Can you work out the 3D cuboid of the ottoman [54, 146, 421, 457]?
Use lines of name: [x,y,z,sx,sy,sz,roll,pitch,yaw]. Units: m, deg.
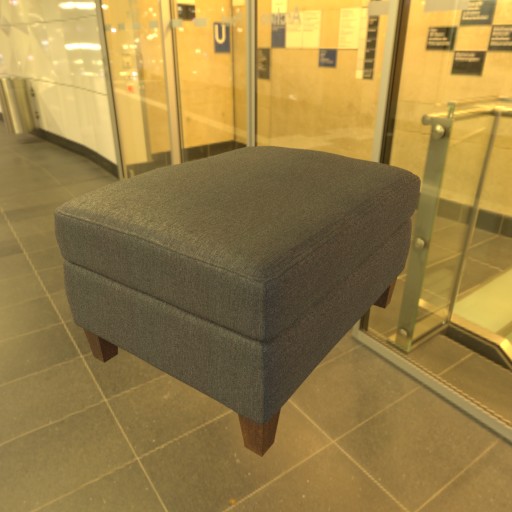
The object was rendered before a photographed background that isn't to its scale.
ottoman: [0.000,0.000,1.235,0.639,0.496,0.826,17,30,31]
